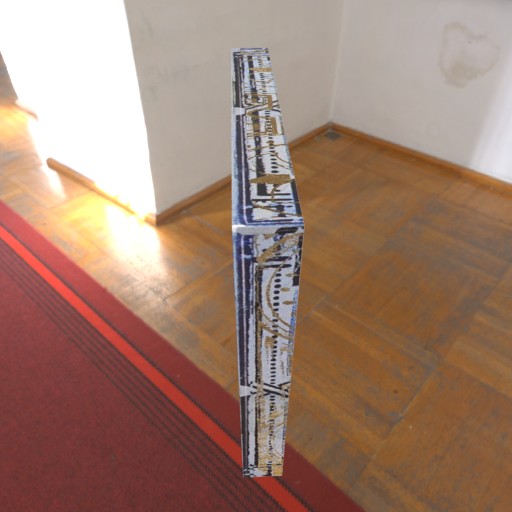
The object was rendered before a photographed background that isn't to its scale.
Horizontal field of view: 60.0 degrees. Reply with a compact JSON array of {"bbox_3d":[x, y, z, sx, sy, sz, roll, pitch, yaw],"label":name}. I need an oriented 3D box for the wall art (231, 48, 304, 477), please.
[{"bbox_3d":[0.000,0.000,0.443,0.038,0.306,0.302,-2,41,-2],"label":"wall art"}]
